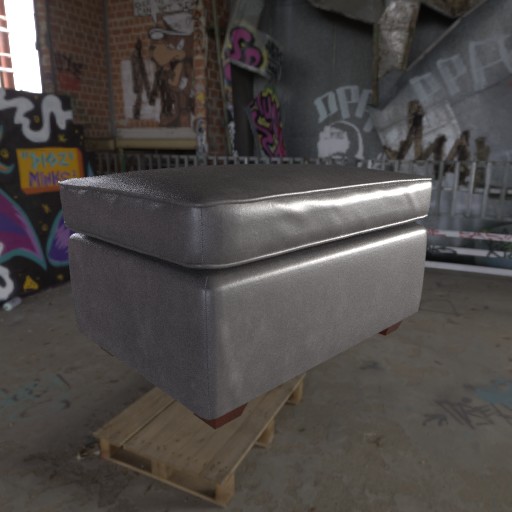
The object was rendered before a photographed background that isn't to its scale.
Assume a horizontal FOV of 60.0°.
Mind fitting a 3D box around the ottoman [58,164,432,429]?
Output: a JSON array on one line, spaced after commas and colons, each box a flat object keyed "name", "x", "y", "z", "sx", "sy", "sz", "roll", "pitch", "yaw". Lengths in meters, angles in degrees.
[{"name": "ottoman", "x": 0.000, "y": 0.000, "z": 1.106, "sx": 0.756, "sy": 0.445, "sz": 0.554, "roll": -13, "pitch": 19, "yaw": -42}]
